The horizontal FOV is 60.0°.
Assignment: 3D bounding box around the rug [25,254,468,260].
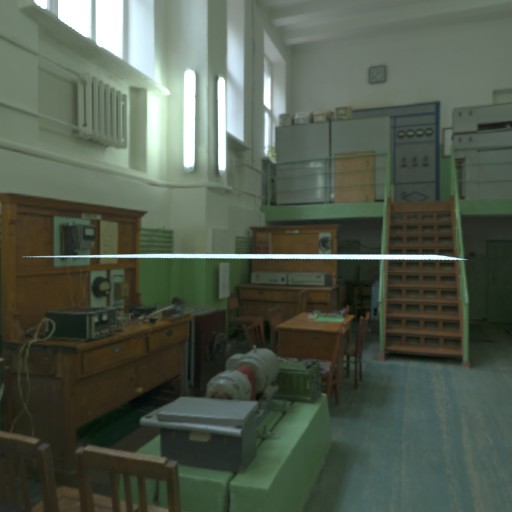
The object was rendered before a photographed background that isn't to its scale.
[{"bbox_3d":[0.000,0.000,2.286,1.835,0.003,1.206,0,1,18],"label":"rug"}]
